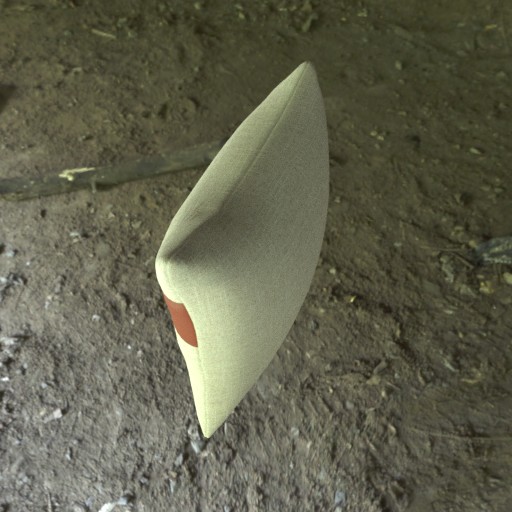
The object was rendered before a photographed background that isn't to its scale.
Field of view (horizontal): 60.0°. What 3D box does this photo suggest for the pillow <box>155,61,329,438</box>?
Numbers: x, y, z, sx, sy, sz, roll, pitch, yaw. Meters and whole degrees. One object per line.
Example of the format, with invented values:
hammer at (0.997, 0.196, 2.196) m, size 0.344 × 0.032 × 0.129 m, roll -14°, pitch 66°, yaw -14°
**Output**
pillow at (0.000, 0.000, 0.640) m, size 0.173 × 0.399 × 0.414 m, roll 16°, pitch 49°, yaw 14°
